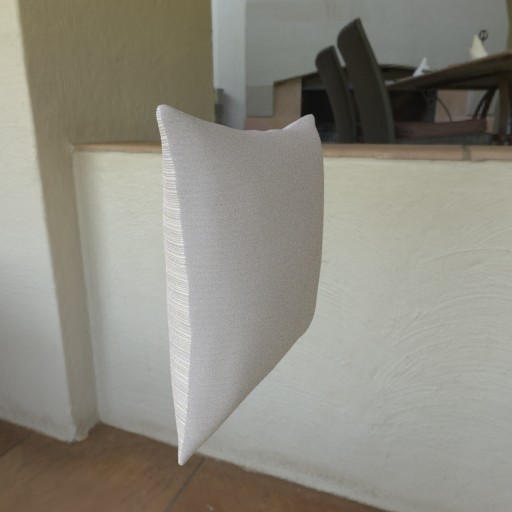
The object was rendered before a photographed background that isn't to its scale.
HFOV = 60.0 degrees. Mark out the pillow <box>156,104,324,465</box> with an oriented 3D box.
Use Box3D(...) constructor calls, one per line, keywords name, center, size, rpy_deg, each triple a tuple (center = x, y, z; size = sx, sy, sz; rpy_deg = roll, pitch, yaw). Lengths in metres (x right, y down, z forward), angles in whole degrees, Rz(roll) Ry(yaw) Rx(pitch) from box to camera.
Box3D(name="pillow", center=(0.000, 0.000, 0.792), size=(0.204, 0.497, 0.512), rpy_deg=(8, 18, 25))
